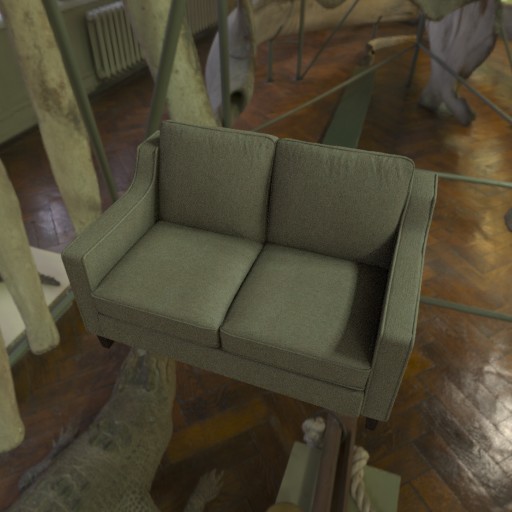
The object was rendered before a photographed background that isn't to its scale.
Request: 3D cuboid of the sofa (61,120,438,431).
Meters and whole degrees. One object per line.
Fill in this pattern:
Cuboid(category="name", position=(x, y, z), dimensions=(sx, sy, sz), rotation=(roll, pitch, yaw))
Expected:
Cuboid(category="sofa", position=(0.000, 0.000, 2.166), dimensions=(1.503, 0.981, 0.985), rotation=(13, 41, 15))
